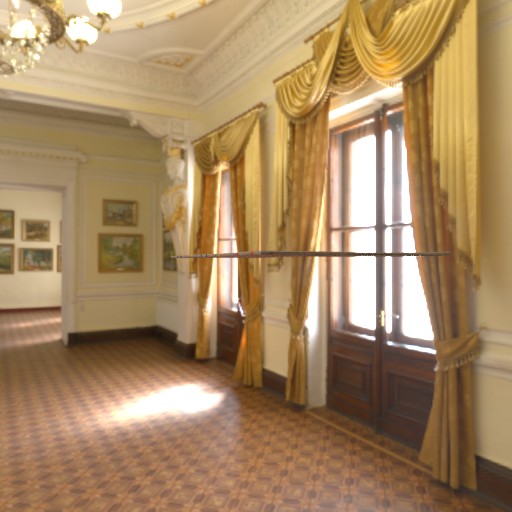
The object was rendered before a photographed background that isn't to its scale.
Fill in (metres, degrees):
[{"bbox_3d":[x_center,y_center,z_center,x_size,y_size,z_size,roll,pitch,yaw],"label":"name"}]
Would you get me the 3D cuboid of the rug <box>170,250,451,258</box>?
[{"bbox_3d":[0.000,0.000,2.666,0.744,0.022,2.419,0,0,-18],"label":"rug"}]
